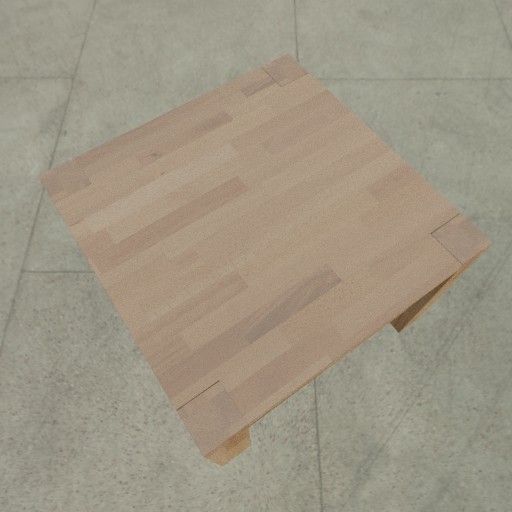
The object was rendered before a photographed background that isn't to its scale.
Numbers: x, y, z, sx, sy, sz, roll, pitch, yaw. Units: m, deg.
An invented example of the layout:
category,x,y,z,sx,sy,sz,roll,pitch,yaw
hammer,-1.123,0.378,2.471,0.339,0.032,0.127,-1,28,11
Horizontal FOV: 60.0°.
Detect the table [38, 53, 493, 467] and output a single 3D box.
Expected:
category,x,y,z,sx,sy,sz,roll,pitch,yaw
table,0.000,0.000,1.150,0.700,0.451,0.700,-32,67,-15
